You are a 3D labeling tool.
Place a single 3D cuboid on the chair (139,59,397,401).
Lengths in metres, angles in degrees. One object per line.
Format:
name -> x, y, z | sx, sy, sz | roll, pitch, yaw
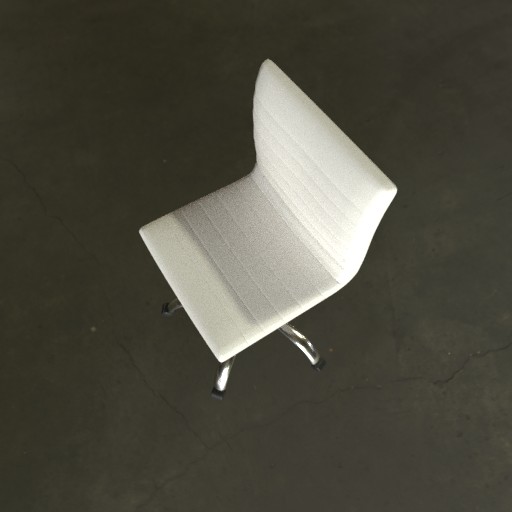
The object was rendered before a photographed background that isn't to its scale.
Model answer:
chair -> 0.000, 0.000, 1.114 | 0.530, 0.780, 0.556 | -30, 66, -15
